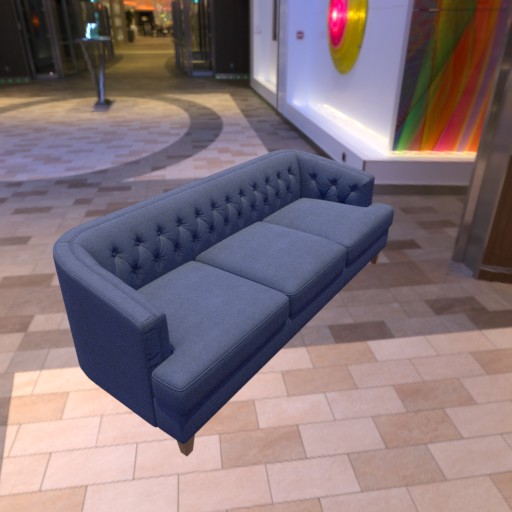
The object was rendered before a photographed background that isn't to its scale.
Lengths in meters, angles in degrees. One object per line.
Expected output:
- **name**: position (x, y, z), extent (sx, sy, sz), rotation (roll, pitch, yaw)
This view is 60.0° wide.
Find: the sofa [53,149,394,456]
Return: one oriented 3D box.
- **sofa**: position (0.000, 0.000, 2.676), extent (0.914, 0.787, 2.235), rotation (18, 33, 31)
